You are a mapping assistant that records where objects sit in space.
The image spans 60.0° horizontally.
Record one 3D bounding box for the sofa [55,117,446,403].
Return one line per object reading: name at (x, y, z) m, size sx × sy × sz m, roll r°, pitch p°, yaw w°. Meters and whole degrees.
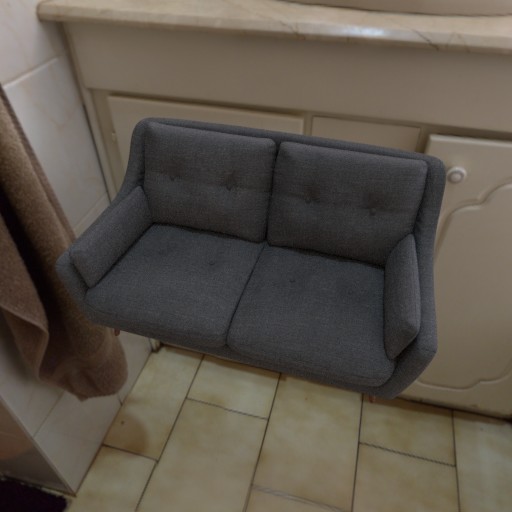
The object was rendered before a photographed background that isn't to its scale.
sofa at (0.000, 0.000, 2.162) m, size 1.646 × 0.887 × 0.976 m, roll 11°, pitch 43°, yaw 13°
